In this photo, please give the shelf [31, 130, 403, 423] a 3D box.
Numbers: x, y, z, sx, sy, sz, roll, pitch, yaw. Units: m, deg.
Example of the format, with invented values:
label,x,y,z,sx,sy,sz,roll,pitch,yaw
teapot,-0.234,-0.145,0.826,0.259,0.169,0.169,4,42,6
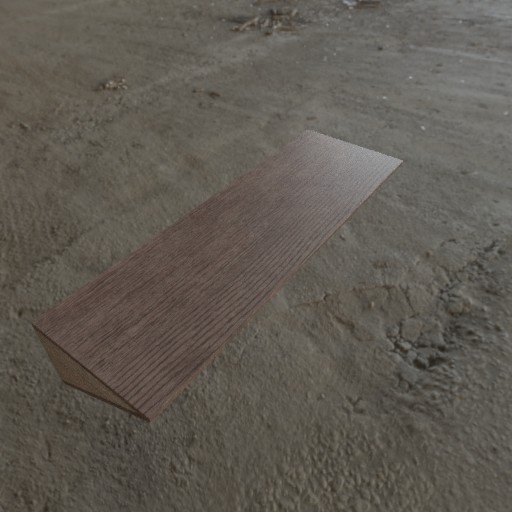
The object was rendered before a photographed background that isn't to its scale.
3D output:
label,x,y,z,sx,sy,sz,roll,pitch,yaw
shelf,0.000,0.000,0.694,0.200,0.125,0.610,27,49,26
